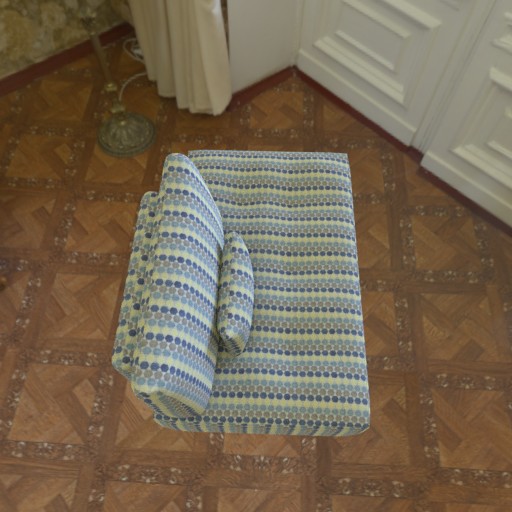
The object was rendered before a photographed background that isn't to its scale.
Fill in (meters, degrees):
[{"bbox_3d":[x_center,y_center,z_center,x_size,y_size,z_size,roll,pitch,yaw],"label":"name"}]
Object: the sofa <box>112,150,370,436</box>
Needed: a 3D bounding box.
[{"bbox_3d":[0.000,0.000,2.031,1.000,0.820,1.450,2,62,1],"label":"sofa"}]
